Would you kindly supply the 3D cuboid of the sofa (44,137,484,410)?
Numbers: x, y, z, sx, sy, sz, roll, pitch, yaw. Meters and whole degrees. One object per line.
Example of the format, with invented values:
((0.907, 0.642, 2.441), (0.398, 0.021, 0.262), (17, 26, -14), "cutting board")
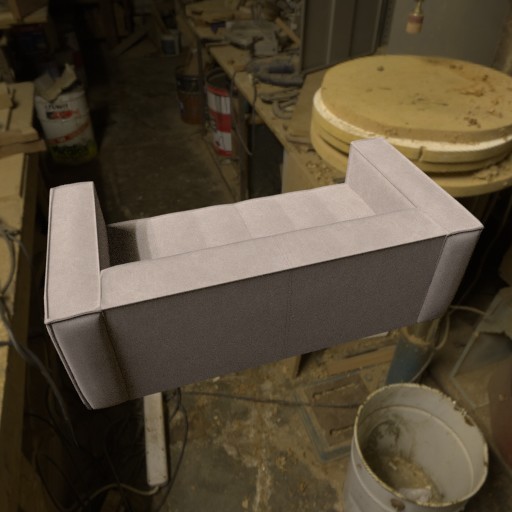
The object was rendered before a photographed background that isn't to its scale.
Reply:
((0.000, 0.000, 2.421), (1.995, 0.680, 1.038), (-12, 42, -13), "sofa")
